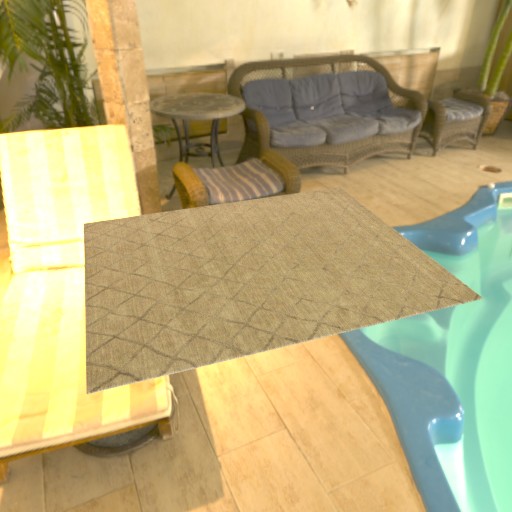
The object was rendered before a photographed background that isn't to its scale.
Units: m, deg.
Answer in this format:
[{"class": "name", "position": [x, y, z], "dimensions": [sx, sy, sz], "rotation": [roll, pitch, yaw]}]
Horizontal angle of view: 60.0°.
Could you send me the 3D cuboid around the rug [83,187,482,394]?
[{"class": "rug", "position": [0.000, 0.000, 4.136], "dimensions": [3.038, 0.019, 2.420], "rotation": [-10, 33, -16]}]
